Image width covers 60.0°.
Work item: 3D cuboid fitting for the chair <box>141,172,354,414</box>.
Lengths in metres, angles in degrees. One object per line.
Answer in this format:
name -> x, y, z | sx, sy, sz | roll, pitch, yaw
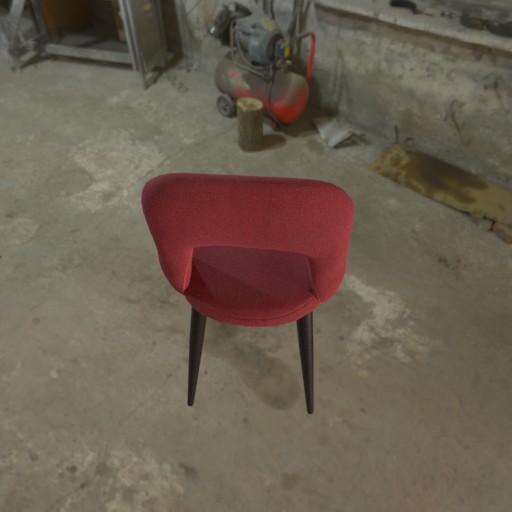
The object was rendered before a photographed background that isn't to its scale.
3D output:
chair -> 0.000, 0.000, 1.218 | 0.483, 0.892, 0.569 | 3, 46, 3
